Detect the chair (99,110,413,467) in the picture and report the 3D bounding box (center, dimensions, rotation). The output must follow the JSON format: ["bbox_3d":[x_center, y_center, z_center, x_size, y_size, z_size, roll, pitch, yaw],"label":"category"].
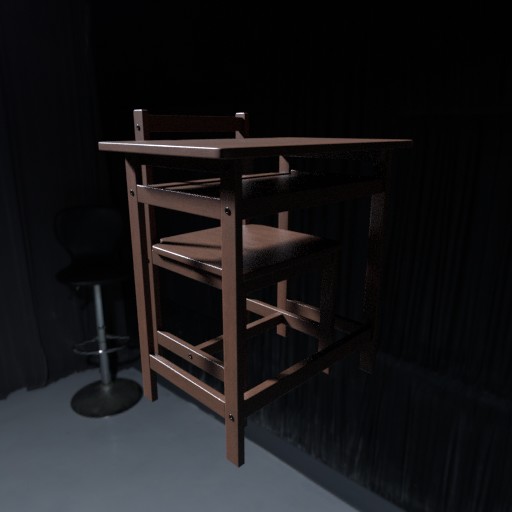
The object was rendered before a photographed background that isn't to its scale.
[{"bbox_3d":[0.000,0.000,1.071,0.463,0.673,0.599,15,22,43],"label":"chair"}]
